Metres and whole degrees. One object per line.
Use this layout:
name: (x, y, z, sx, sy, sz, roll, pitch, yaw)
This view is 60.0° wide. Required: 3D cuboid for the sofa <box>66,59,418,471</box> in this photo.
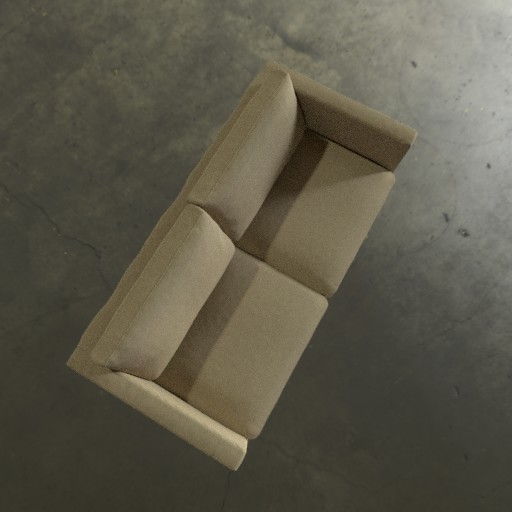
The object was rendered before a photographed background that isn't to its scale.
sofa: (0.000, 0.000, 2.479, 0.962, 0.835, 1.959, 29, 77, 7)
